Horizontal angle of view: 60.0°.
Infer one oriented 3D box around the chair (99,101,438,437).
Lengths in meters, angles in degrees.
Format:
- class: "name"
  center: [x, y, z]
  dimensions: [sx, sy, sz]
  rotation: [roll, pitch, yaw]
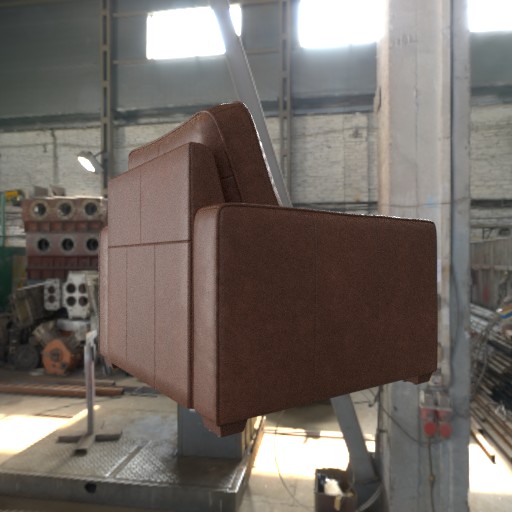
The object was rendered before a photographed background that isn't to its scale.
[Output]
- class: "chair"
  center: [0.000, 0.000, 1.734]
  dimensions: [0.940, 0.919, 1.017]
  rotation: [0, -1, -35]
